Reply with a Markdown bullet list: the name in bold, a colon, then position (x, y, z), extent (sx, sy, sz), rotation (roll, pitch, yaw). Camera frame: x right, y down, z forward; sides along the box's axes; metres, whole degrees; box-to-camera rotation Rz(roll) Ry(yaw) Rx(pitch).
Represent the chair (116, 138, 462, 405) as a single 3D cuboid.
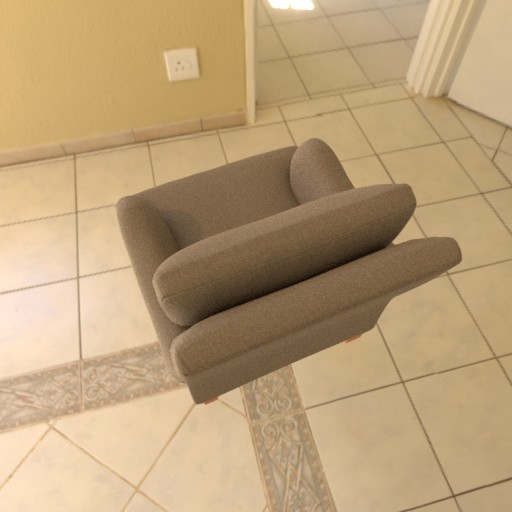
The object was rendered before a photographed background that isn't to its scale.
- **chair**: position (0.000, 0.000, 1.836), extent (0.955, 1.038, 1.070), rotation (-20, 59, -13)
